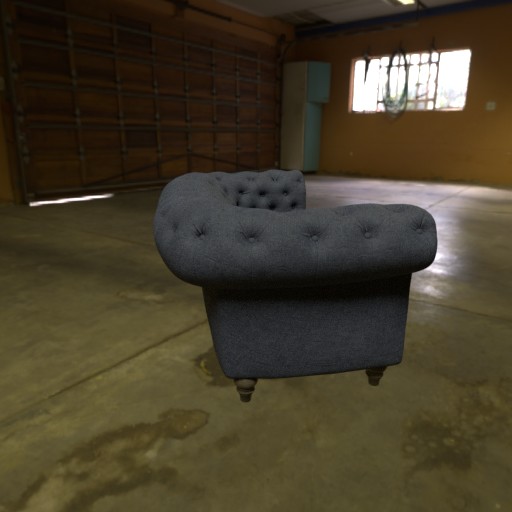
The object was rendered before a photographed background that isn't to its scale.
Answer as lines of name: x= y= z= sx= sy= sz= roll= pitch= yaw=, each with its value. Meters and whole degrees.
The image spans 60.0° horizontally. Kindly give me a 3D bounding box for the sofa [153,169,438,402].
sofa: x=0.000 y=0.000 z=2.520 sx=1.082 sy=0.833 sz=1.988 roll=-3 pitch=16 yaw=-9
